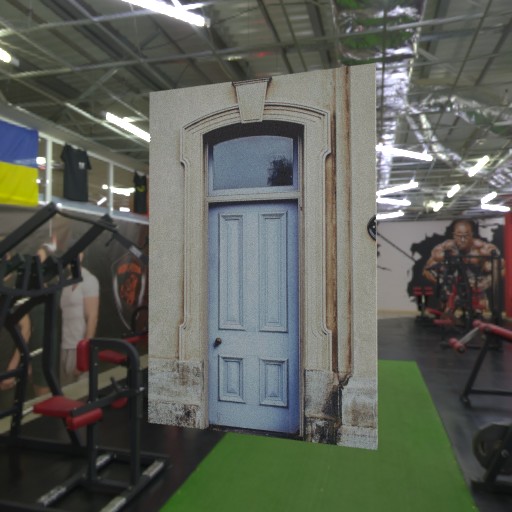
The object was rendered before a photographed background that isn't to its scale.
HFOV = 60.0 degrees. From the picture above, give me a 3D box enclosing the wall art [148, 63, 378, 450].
[{"bbox_3d":[0.000,0.000,0.968,0.508,0.764,0.038,0,-1,17],"label":"wall art"}]
